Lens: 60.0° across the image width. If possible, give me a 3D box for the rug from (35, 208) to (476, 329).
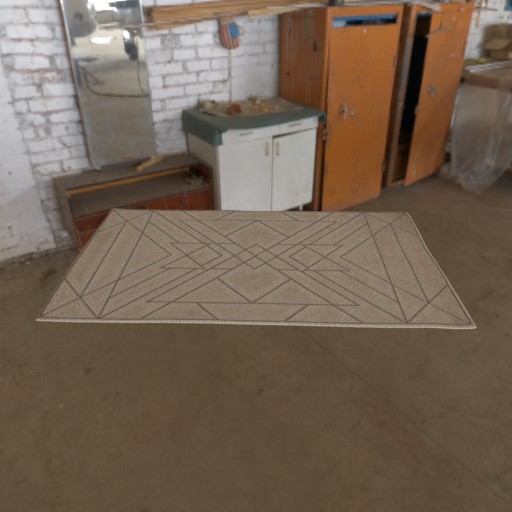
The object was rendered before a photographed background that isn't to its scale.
[{"bbox_3d":[0.000,0.000,1.083,0.869,0.008,0.511,1,31,1],"label":"rug"}]
